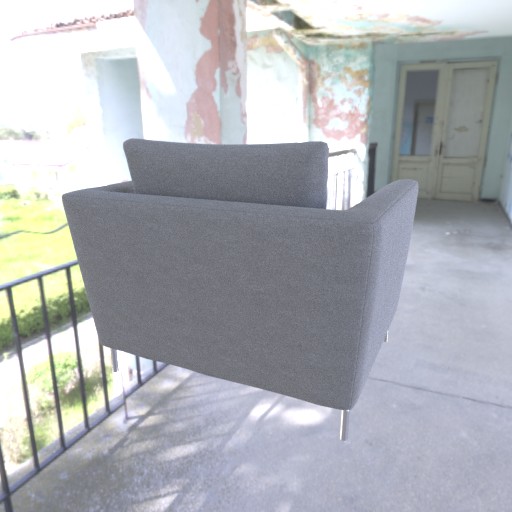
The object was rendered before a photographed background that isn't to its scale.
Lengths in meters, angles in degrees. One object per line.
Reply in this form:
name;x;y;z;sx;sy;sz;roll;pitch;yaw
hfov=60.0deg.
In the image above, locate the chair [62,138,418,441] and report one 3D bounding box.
chair;0.000;0.000;1.673;1.041;0.864;0.889;8;18;24
